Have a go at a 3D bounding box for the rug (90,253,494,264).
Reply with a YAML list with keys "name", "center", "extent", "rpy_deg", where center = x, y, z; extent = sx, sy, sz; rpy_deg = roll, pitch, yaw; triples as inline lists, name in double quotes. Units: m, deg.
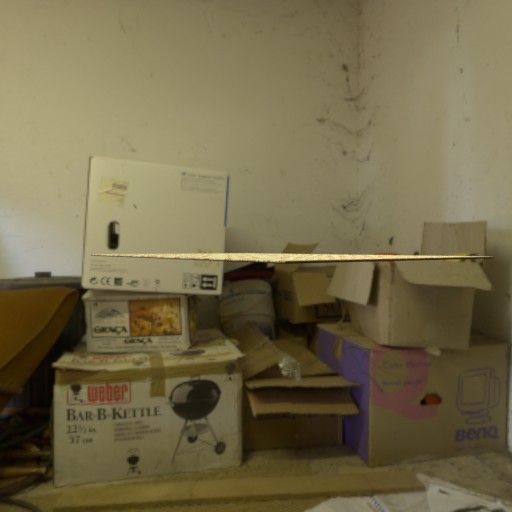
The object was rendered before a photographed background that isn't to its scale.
- name: "rug"
  center: [0.000, 0.000, 3.009]
  extent: [1.526, 0.011, 2.435]
  rpy_deg: [-1, 1, -36]
